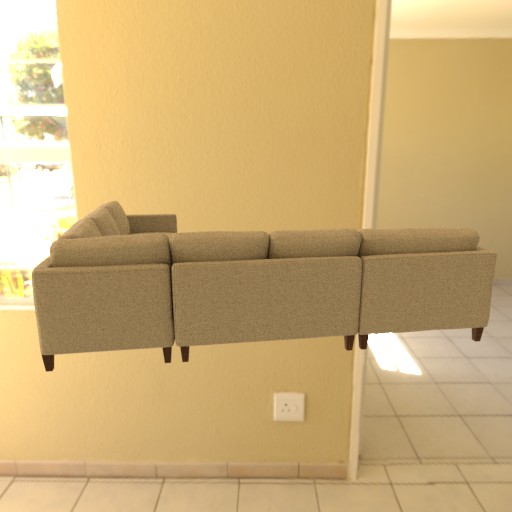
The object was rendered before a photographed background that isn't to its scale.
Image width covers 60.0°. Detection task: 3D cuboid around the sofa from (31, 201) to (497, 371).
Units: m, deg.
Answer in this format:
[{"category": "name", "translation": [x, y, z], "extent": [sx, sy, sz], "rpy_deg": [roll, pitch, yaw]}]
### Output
[{"category": "sofa", "translation": [0.000, 0.000, 4.460], "extent": [3.460, 0.959, 2.593], "rpy_deg": [-2, 14, -9]}]
